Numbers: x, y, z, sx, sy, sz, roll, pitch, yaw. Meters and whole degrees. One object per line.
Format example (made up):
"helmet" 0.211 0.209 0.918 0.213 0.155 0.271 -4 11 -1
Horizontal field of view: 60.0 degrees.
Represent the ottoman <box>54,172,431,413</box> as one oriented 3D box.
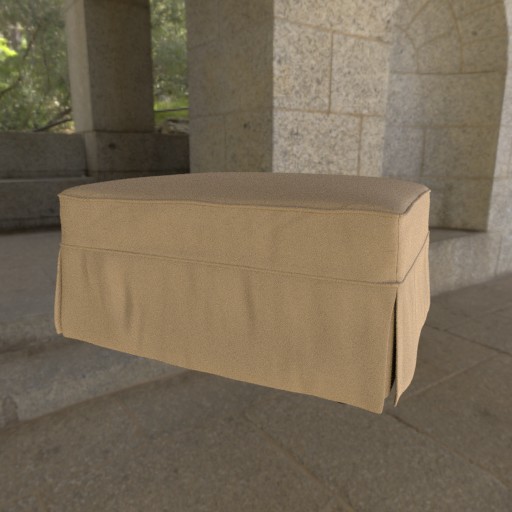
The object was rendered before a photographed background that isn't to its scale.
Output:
"ottoman" 0.000 0.000 1.315 0.959 0.482 0.721 6 15 25
